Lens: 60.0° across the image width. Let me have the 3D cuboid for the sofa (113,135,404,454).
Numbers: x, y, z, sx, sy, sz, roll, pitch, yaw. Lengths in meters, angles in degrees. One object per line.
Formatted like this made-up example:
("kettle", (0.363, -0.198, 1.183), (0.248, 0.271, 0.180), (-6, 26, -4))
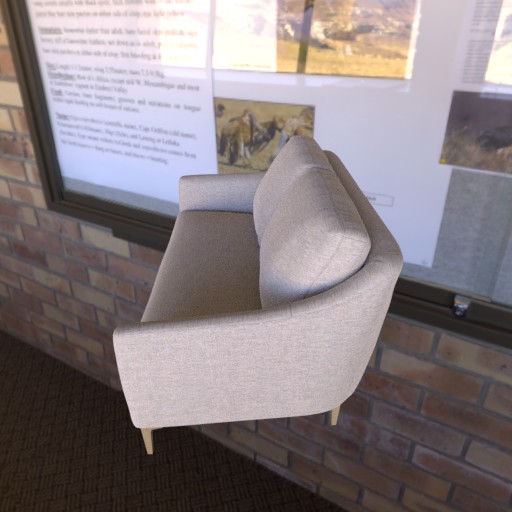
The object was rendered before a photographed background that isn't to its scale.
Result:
("sofa", (0.000, 0.000, 2.158), (0.960, 0.904, 1.619), (-1, 28, -1))
